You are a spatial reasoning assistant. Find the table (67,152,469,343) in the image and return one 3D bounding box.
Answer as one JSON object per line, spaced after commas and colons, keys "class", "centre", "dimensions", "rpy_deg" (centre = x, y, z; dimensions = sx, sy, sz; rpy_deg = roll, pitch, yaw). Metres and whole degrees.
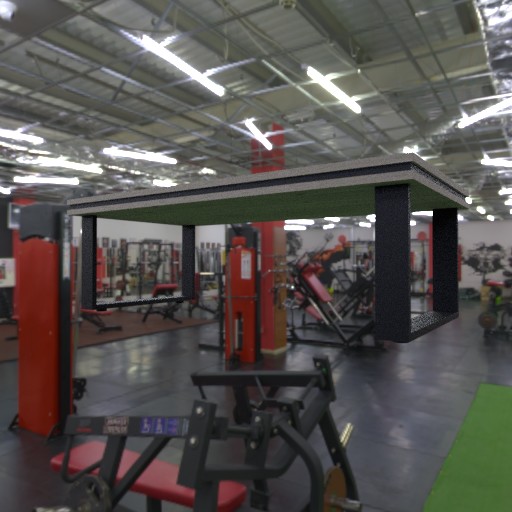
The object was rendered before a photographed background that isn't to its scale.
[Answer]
{"class": "table", "centre": [0.000, 0.000, 1.665], "dimensions": [1.350, 0.450, 0.700], "rpy_deg": [-1, -1, 35]}
